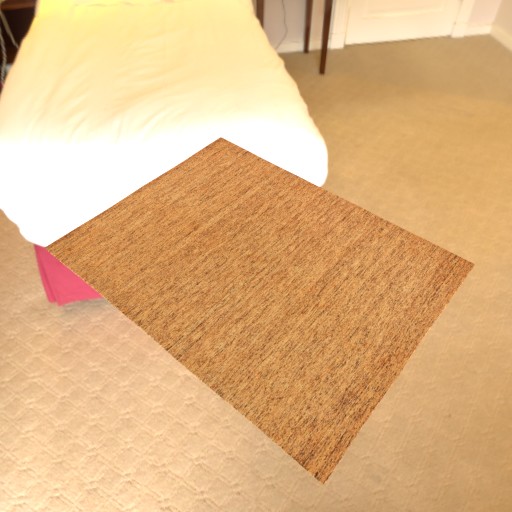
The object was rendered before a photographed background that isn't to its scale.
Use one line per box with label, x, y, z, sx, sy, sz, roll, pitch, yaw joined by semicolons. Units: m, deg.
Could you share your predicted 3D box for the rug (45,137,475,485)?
rug;0.000;0.000;4.137;3.200;0.012;2.438;32;56;26
